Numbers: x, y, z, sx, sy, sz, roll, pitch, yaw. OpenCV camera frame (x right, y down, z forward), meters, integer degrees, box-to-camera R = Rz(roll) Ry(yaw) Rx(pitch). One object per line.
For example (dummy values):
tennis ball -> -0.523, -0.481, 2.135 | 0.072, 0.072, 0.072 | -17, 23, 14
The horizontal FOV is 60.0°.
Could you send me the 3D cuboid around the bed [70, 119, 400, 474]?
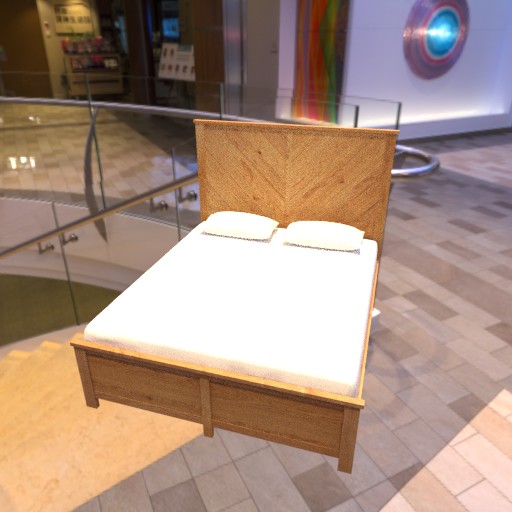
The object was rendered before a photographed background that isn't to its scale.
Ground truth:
bed -> 0.000, 0.000, 4.070 | 2.225, 1.938, 2.530 | 8, 27, 15
